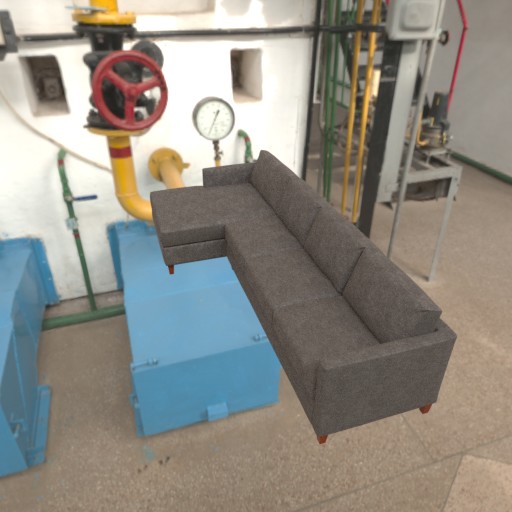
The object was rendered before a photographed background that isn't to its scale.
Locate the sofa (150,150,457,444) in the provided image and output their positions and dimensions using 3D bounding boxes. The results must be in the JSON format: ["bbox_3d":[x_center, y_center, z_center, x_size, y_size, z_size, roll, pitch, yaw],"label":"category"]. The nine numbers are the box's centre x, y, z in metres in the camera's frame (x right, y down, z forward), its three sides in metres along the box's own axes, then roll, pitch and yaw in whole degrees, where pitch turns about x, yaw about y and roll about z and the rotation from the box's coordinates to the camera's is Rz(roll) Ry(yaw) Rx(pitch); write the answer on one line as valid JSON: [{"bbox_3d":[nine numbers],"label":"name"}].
[{"bbox_3d":[0.000,0.000,4.106,1.606,0.954,3.471,-9,32,-15],"label":"sofa"}]
